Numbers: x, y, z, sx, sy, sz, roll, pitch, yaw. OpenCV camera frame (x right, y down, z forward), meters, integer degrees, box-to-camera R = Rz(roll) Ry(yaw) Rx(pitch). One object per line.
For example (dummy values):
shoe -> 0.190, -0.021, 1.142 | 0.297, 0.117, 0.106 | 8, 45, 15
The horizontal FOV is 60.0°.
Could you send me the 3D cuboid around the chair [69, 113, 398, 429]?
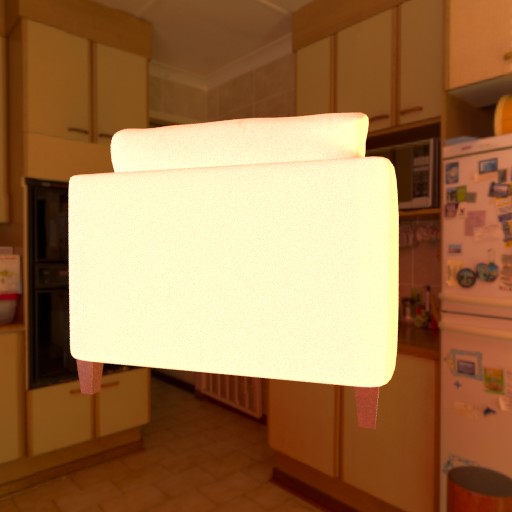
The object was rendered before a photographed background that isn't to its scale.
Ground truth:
chair -> 0.000, 0.000, 1.666 | 1.019, 0.885, 0.878 | 0, 1, 18
